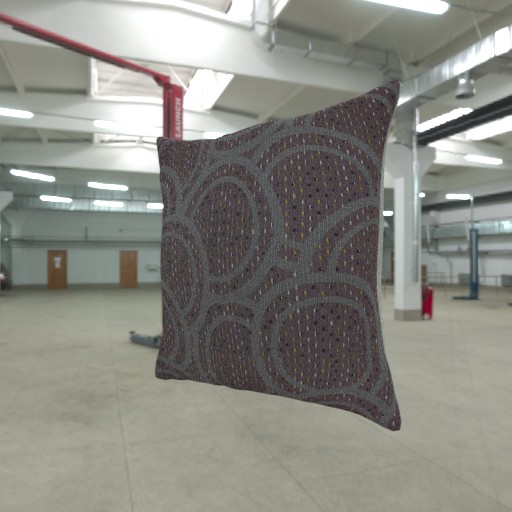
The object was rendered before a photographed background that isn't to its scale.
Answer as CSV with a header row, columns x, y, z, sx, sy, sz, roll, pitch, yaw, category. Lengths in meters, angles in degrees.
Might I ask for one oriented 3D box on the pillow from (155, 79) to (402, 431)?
x,y,z,sx,sy,sz,roll,pitch,yaw,category
0.000,0.000,0.791,0.514,0.513,0.163,-1,-1,35,pillow
